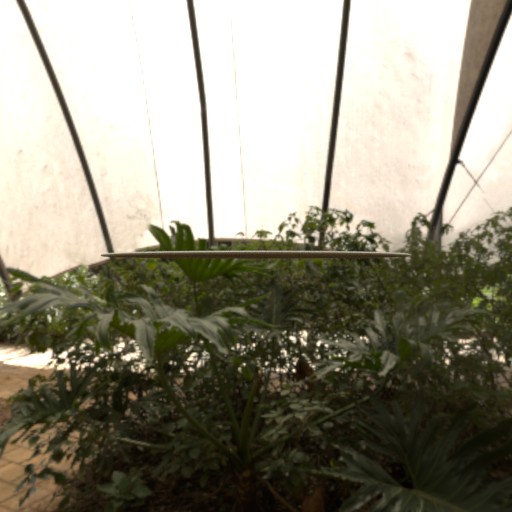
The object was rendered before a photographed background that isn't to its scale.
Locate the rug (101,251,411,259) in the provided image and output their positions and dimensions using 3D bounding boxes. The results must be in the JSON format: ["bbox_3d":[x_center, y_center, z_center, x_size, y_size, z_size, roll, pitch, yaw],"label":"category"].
[{"bbox_3d":[0.000,0.000,2.409,1.593,0.012,1.593,0,-1,0],"label":"rug"}]
